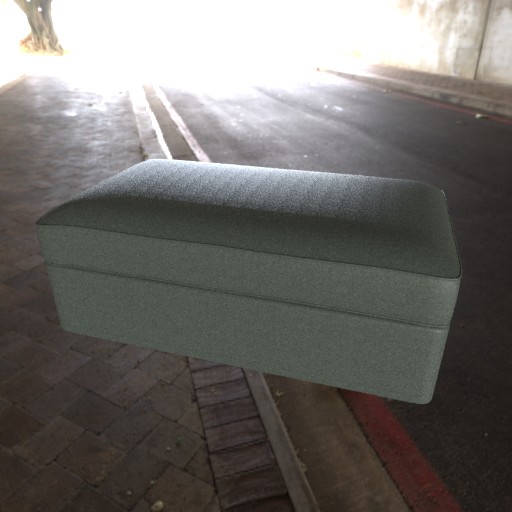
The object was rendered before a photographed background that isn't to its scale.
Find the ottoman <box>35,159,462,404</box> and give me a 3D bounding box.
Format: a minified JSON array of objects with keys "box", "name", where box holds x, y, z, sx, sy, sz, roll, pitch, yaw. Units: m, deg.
[{"box":[0.000,0.000,1.504,1.173,0.494,0.681,8,28,15],"name":"ottoman"}]
